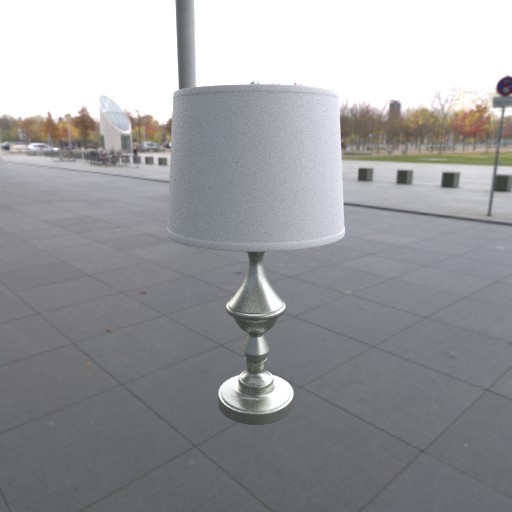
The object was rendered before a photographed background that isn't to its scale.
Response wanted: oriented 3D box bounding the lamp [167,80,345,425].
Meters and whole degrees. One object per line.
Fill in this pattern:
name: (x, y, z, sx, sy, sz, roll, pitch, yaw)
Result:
lamp: (0.000, 0.000, 0.987, 0.383, 0.733, 0.383, 0, 14, 0)
